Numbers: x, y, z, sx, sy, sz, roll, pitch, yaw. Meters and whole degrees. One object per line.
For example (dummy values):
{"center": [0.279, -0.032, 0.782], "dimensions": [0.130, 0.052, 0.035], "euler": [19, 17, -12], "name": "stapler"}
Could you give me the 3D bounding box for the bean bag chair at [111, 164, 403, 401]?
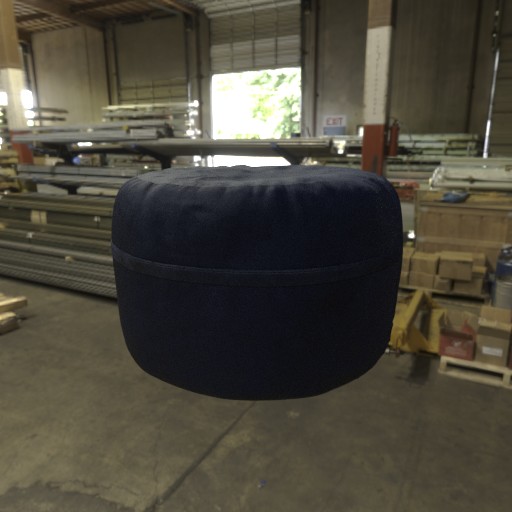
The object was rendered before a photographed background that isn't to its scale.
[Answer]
{"center": [0.000, 0.000, 1.952], "dimensions": [1.219, 0.762, 1.219], "euler": [0, 15, 0], "name": "bean bag chair"}
